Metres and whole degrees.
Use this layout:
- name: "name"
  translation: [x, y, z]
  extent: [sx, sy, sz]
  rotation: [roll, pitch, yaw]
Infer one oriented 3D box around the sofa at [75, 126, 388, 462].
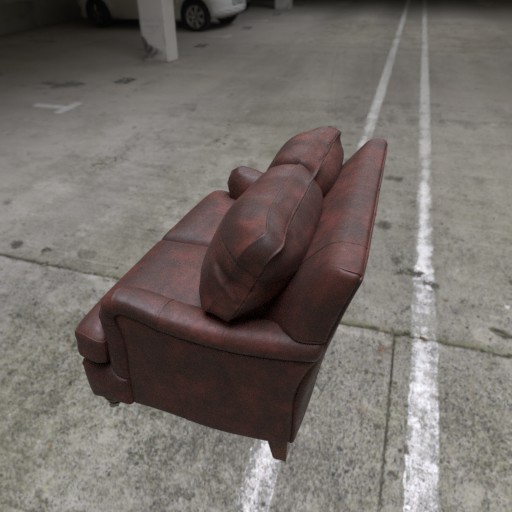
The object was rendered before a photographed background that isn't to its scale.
- name: "sofa"
  translation: [0.000, 0.000, 2.322]
  extent: [1.148, 1.070, 1.628]
  rotation: [9, 32, 15]
